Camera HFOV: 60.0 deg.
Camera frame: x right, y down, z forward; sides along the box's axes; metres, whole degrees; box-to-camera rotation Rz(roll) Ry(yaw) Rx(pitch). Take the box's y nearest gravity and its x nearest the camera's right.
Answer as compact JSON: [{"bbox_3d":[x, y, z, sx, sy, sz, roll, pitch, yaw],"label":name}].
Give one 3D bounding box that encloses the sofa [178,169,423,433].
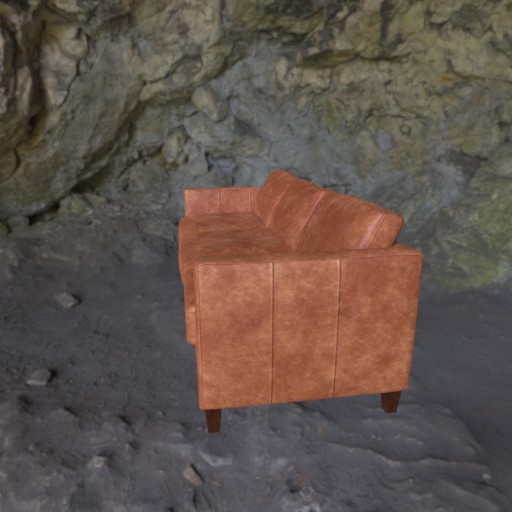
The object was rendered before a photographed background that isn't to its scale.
[{"bbox_3d":[0.000,0.000,3.031,1.045,1.006,2.464,-3,16,-9],"label":"sofa"}]
